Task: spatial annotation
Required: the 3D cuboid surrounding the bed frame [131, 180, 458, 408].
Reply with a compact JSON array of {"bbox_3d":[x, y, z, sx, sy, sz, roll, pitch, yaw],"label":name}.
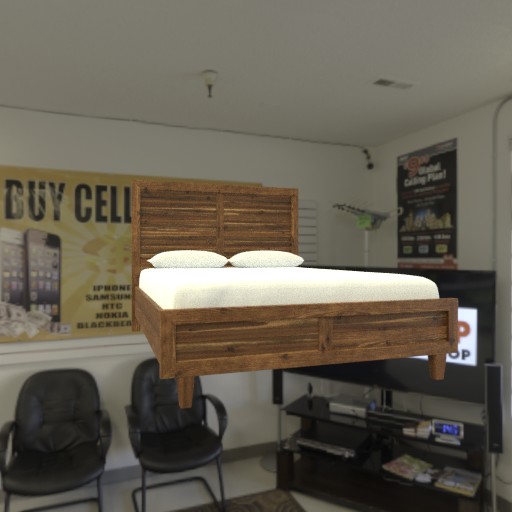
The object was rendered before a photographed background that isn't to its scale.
[{"bbox_3d":[0.000,0.000,3.367,1.696,1.417,2.276,0,0,-19],"label":"bed frame"}]
